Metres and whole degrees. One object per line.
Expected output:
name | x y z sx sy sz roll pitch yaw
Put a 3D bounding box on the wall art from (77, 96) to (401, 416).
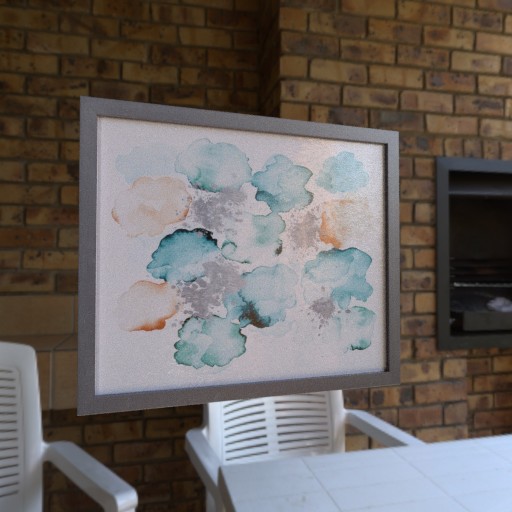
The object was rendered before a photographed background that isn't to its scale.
wall art | 0.000 0.000 0.888 0.660 0.558 0.026 0 -1 -18
